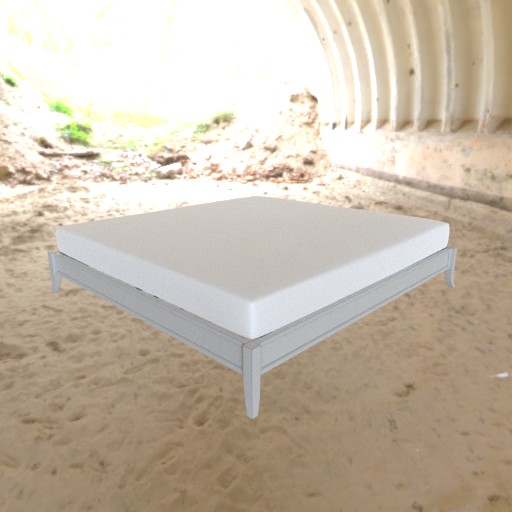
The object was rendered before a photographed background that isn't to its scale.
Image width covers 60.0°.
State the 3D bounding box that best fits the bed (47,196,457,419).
[{"bbox_3d":[0.000,0.000,3.113,2.007,0.510,2.108,16,23,42],"label":"bed"}]
